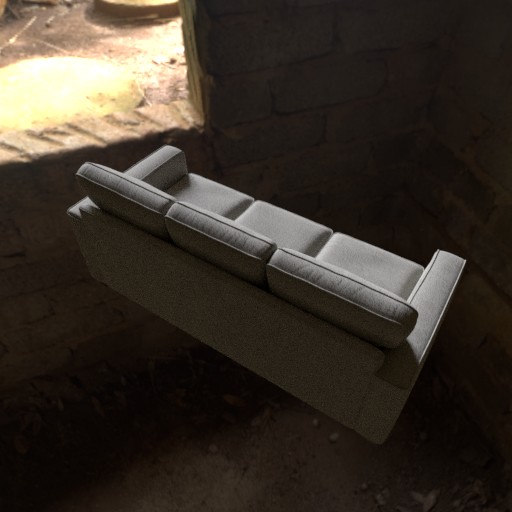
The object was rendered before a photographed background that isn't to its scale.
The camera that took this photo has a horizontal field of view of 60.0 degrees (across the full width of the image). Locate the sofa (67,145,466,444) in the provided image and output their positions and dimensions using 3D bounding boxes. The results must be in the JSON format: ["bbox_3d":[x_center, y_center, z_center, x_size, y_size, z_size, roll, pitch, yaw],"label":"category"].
[{"bbox_3d":[0.000,0.000,2.621,2.133,0.965,0.939,25,50,23],"label":"sofa"}]
